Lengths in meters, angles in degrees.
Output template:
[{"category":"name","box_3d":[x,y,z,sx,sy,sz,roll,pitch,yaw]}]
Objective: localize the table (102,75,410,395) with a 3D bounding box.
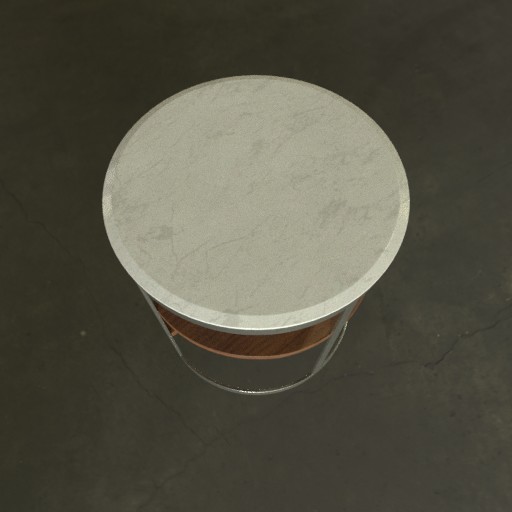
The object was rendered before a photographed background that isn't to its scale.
[{"category":"table","box_3d":[0.000,0.000,0.787,0.407,0.447,0.407,0,63,0]}]
